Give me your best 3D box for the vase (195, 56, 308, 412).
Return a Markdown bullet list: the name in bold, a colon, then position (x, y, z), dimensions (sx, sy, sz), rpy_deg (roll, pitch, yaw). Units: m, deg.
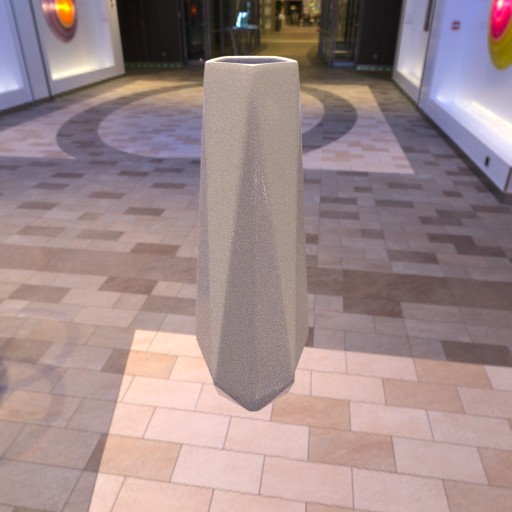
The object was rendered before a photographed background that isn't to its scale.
- **vase**: position (0.000, 0.000, 0.406), dimensions (0.122, 0.329, 0.116), rpy_deg (-21, 35, -33)
